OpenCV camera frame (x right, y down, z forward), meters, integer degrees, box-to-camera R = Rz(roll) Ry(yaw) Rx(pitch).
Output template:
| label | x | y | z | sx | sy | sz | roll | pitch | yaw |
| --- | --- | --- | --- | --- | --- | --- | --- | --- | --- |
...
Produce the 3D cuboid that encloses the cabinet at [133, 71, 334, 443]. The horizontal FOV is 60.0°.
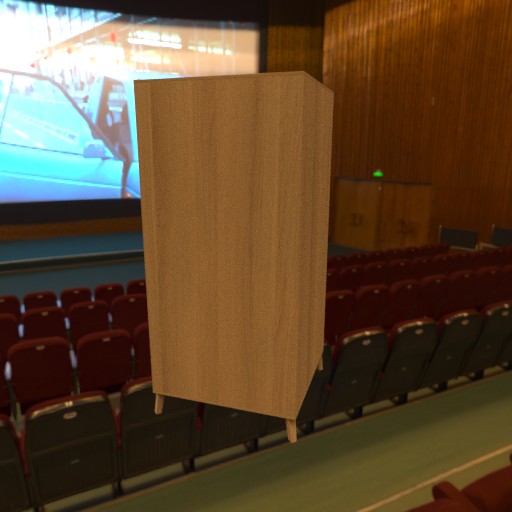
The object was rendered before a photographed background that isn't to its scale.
| label | x | y | z | sx | sy | sz | roll | pitch | yaw |
| --- | --- | --- | --- | --- | --- | --- | --- | --- | --- |
| cabinet | 0.000 | 0.000 | 2.679 | 1.272 | 1.957 | 0.969 | -7 | 16 | -26 |
